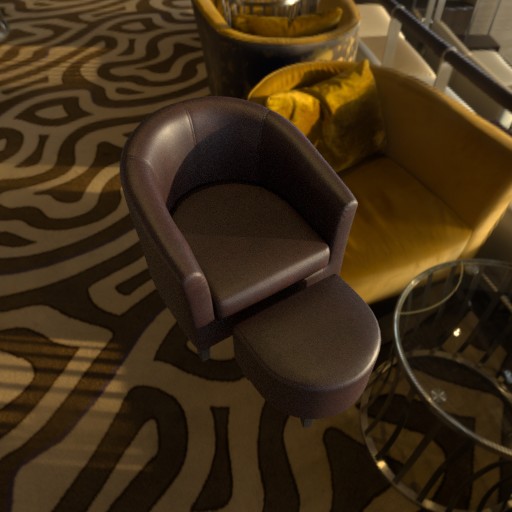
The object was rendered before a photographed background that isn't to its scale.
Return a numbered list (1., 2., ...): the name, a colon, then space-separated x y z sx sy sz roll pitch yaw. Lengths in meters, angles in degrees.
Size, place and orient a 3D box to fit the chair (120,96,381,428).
1. chair: 0.000 0.000 1.693 0.737 0.755 1.176 -25 52 -21
